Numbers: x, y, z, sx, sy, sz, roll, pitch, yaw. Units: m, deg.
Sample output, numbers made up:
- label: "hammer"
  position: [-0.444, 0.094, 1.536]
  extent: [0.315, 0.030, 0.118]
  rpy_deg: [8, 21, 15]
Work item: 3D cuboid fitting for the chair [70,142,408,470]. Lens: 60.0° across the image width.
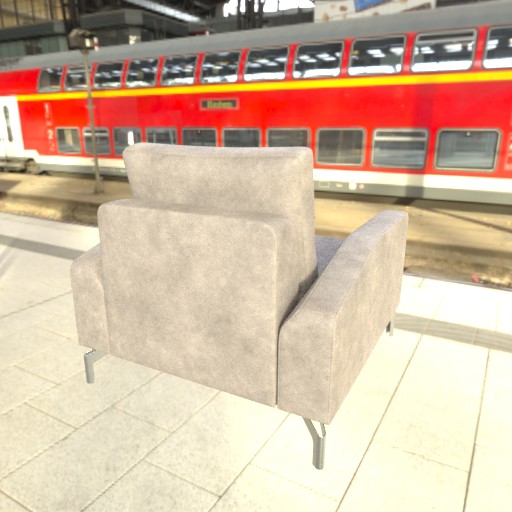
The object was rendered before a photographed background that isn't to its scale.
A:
- label: "chair"
  position: [0.000, 0.000, 1.596]
  extent: [0.900, 0.800, 0.900]
  rpy_deg: [9, 19, 27]
